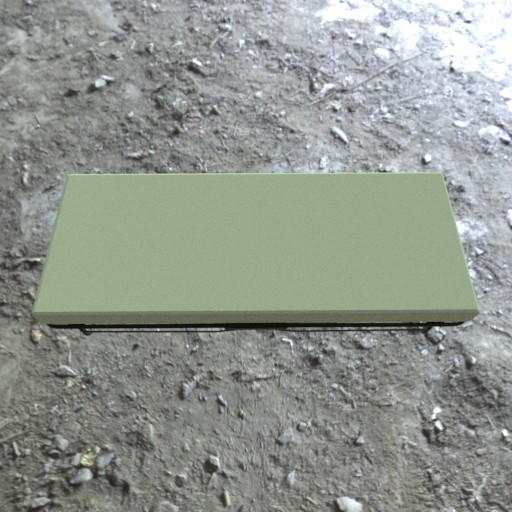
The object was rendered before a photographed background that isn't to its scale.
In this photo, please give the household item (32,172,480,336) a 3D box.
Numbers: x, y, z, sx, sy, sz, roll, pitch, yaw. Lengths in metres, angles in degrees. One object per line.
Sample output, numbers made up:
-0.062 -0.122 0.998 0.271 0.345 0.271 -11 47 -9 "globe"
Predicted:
0.000 0.000 2.154 1.905 0.356 0.787 0 61 0 "household item"
